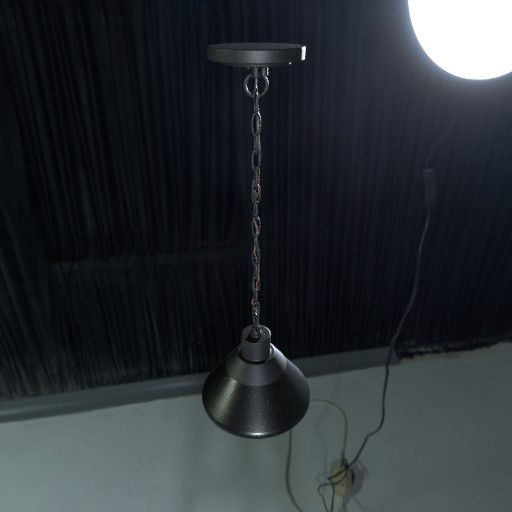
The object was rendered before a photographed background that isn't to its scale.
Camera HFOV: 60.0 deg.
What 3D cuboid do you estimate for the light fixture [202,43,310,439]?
[{"bbox_3d":[0.000,0.000,0.685,0.201,0.588,0.201,-8,30,-14],"label":"light fixture"}]
